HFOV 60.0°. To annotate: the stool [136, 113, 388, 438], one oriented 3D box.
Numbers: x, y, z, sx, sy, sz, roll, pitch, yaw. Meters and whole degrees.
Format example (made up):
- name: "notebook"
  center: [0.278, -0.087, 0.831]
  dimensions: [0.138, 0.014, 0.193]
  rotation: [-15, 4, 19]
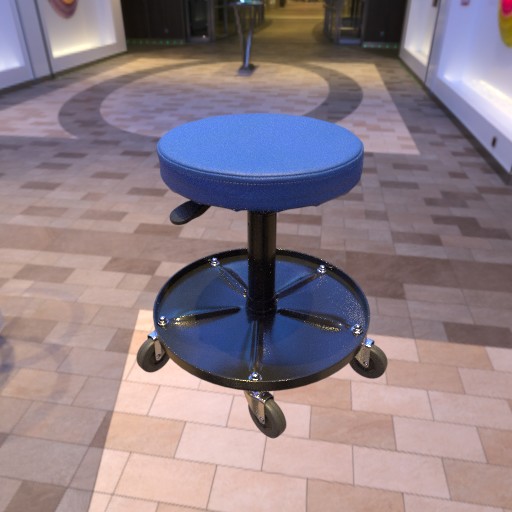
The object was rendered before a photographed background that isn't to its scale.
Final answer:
- name: "stool"
  center: [0.000, 0.000, 0.677]
  dimensions: [0.382, 0.365, 0.381]
  rotation: [-22, 37, -31]
